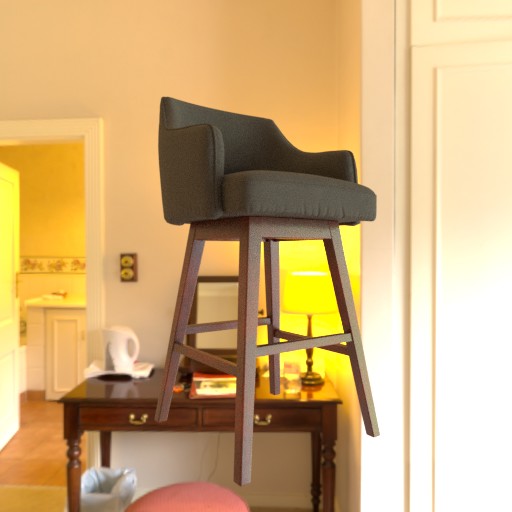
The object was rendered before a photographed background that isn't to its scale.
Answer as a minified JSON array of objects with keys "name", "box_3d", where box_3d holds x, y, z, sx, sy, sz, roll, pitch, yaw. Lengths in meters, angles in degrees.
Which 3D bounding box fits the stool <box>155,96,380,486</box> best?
[{"name":"stool","box_3d":[0.000,0.000,1.331,0.548,1.012,0.558,0,1,-35]}]
